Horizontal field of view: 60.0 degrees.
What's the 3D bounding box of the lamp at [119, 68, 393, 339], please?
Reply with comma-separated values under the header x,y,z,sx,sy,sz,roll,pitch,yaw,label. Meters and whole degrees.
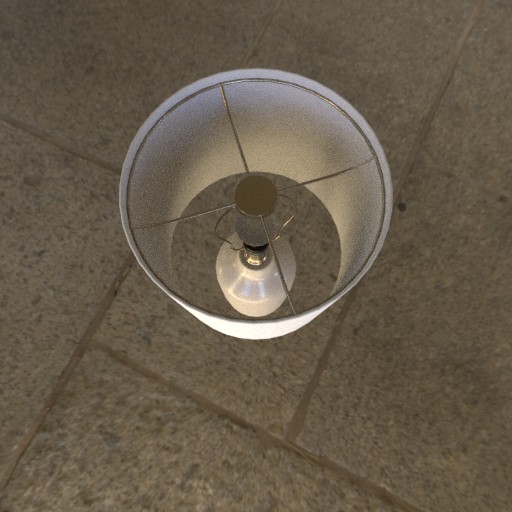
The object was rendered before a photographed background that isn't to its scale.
x,y,z,sx,sy,sz,roll,pitch,yaw,label
0.000,0.000,0.588,0.220,0.475,0.220,-3,76,-1,lamp
